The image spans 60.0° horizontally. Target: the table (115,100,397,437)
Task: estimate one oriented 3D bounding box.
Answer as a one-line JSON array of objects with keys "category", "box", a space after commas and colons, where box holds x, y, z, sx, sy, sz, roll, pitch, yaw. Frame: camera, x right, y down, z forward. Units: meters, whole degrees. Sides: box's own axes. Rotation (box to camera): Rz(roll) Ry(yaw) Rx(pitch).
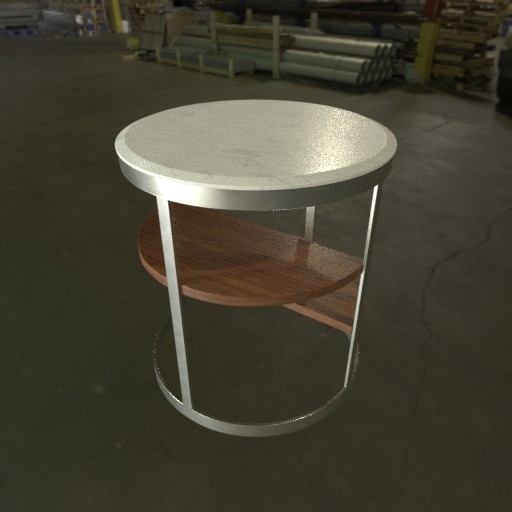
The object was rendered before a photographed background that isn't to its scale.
[{"category": "table", "box": [0.000, 0.000, 0.777, 0.407, 0.447, 0.407, 0, 32, 0]}]
